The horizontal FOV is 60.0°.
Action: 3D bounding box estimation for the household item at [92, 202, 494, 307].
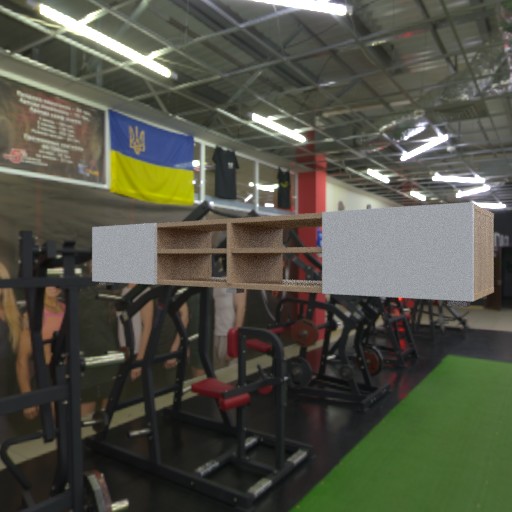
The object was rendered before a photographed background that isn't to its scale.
[{"bbox_3d":[0.000,0.000,1.997,1.850,0.310,0.420,0,0,36],"label":"household item"}]
